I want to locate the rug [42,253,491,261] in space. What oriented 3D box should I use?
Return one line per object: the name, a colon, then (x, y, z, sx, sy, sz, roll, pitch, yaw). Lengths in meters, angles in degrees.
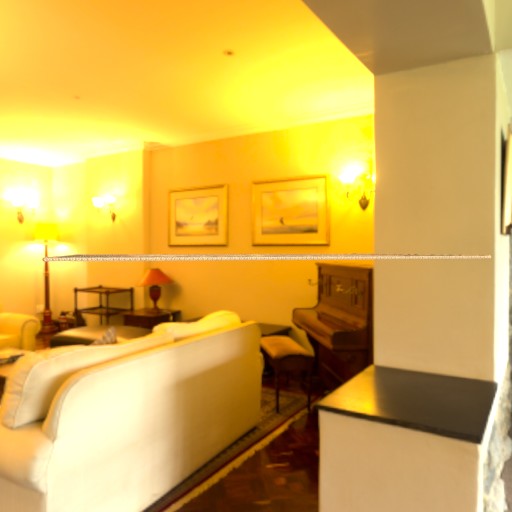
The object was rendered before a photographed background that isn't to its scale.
rug: (0.000, 0.000, 2.284, 1.840, 0.015, 1.225, 0, 1, -17)
